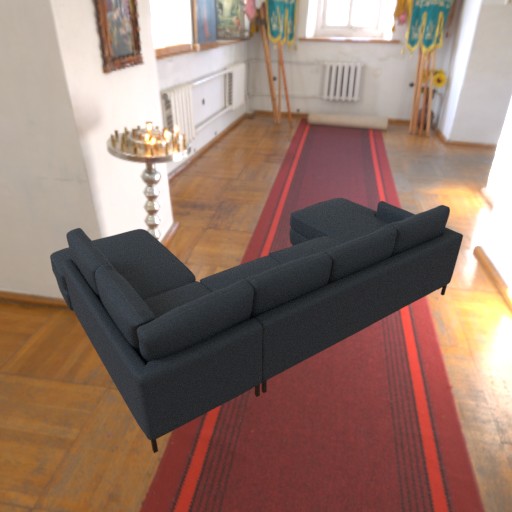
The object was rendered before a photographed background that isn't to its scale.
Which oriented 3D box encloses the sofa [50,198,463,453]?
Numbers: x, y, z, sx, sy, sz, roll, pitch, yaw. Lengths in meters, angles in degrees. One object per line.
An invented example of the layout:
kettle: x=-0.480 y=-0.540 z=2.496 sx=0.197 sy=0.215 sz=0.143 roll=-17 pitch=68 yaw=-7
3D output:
sofa: x=0.000 y=0.000 z=3.835 sx=2.975 sy=0.858 sz=1.984 roll=-20 pitch=36 yaw=-30
